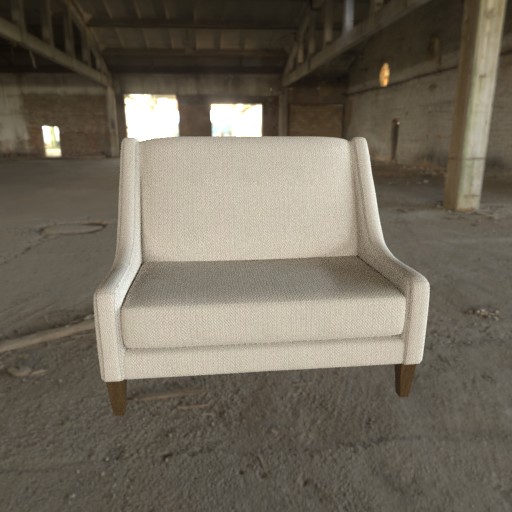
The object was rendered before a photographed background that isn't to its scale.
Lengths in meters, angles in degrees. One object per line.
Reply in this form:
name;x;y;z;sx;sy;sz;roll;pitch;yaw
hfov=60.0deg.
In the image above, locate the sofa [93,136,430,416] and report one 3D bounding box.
sofa;0.000;0.000;1.969;1.242;1.022;0.870;-2;16;-6
